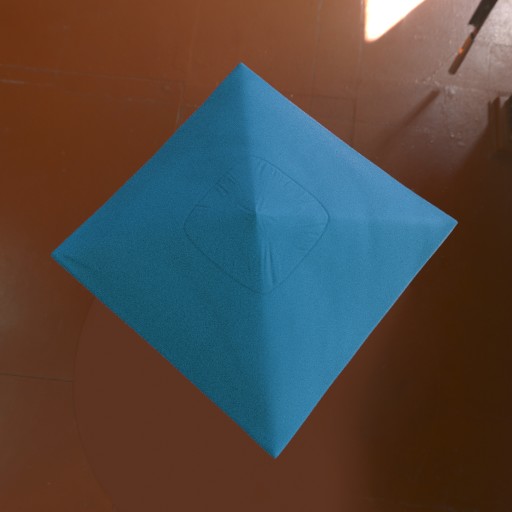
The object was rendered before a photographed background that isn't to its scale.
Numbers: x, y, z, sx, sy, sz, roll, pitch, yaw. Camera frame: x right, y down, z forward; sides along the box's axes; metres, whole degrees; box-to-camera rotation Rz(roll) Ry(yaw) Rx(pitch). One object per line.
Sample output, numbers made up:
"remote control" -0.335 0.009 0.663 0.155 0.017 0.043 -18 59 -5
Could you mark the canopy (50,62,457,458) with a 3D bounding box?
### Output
"canopy" 0.000 0.000 5.260 2.998 2.997 2.996 39 79 9
